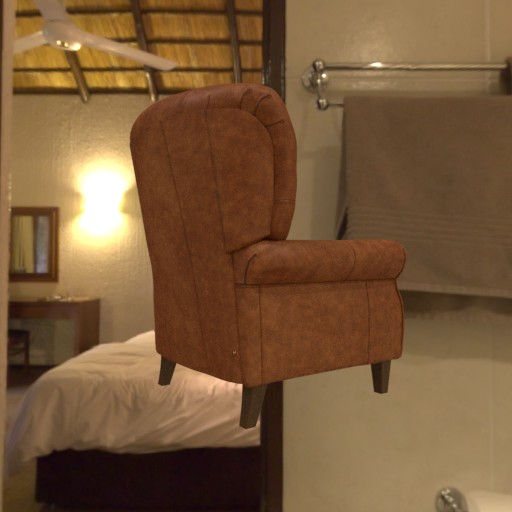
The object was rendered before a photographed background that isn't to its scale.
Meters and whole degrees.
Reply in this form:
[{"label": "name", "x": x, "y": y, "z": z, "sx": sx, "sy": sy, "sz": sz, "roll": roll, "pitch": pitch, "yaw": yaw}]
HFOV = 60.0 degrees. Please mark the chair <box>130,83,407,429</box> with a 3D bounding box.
[{"label": "chair", "x": 0.000, "y": 0.000, "z": 1.932, "sx": 1.059, "sy": 1.164, "sz": 0.951, "roll": 1, "pitch": -2, "yaw": -36}]
